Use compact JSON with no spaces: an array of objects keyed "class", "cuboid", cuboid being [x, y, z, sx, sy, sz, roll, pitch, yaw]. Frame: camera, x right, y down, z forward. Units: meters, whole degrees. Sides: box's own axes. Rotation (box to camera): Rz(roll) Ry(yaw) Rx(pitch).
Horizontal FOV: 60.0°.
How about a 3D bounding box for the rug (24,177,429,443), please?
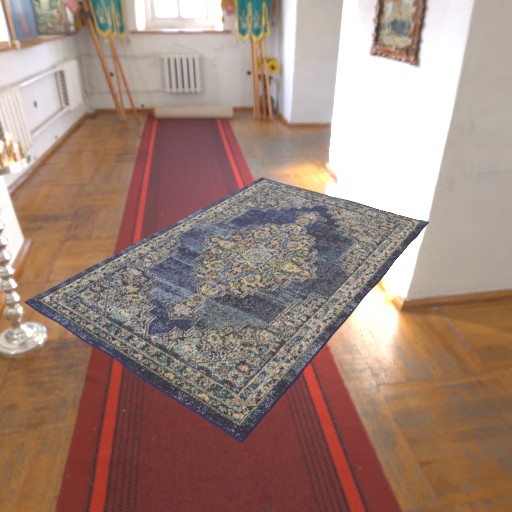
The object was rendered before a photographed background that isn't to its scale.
[{"class":"rug","cuboid":[0.000,0.000,2.225,1.184,0.012,1.781,21,37,30]}]
